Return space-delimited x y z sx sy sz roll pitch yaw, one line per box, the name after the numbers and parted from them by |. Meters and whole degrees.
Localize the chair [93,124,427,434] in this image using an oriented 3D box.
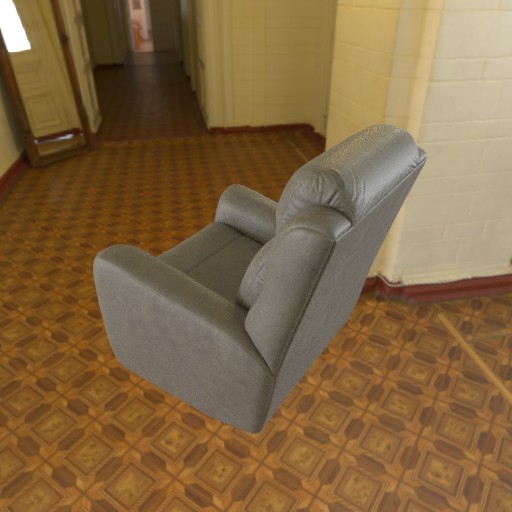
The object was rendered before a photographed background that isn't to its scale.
0.000 0.000 1.905 1.068 1.116 0.965 19 36 29 | chair
